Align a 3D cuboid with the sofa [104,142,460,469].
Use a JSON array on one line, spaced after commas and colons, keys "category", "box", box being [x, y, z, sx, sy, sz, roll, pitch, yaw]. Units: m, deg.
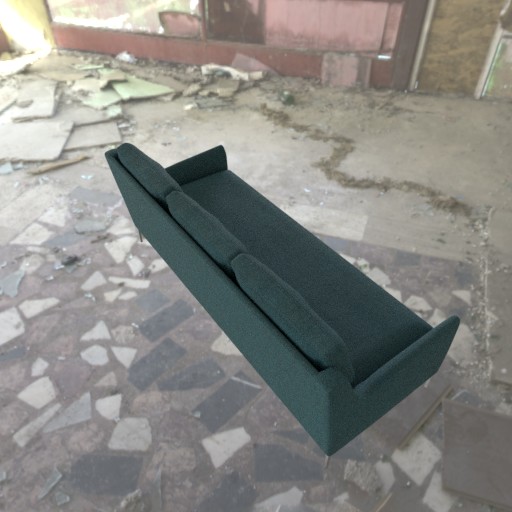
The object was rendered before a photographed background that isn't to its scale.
[{"category": "sofa", "box": [0.000, 0.000, 2.508, 0.849, 0.837, 2.060, -26, 48, -26]}]
